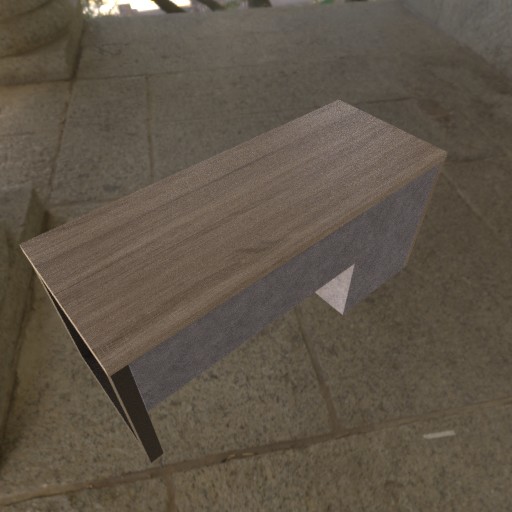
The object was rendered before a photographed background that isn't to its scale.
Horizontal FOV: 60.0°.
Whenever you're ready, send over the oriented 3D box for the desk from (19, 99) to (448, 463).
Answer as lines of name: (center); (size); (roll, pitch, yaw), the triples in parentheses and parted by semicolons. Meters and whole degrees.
desk: (0.000, 0.000, 2.086); (1.700, 0.760, 0.690); (-31, 54, -27)
